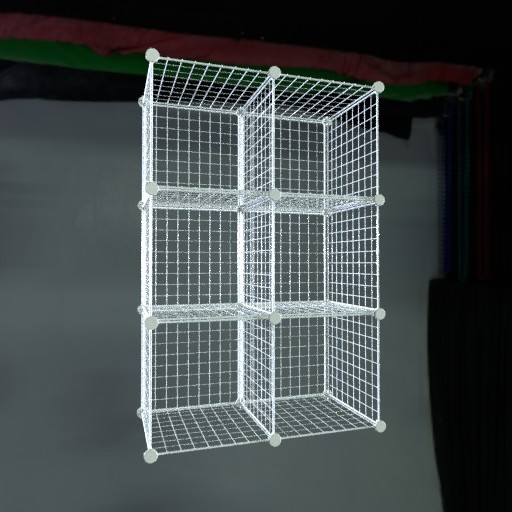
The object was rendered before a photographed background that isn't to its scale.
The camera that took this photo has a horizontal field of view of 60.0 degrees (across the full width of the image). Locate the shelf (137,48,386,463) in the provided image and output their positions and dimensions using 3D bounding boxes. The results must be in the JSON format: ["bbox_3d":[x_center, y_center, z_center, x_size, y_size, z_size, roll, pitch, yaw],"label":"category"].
[{"bbox_3d":[0.000,0.000,1.412,0.711,1.067,0.356,0,-1,-18],"label":"shelf"}]
